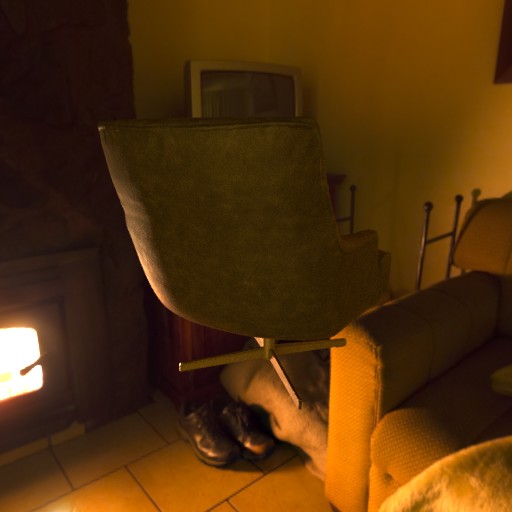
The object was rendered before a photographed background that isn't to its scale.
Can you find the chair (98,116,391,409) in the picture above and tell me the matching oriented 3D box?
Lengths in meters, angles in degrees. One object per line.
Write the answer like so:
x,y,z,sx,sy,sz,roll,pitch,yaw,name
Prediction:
0.000,0.000,1.505,0.738,0.870,0.874,8,17,29,chair
